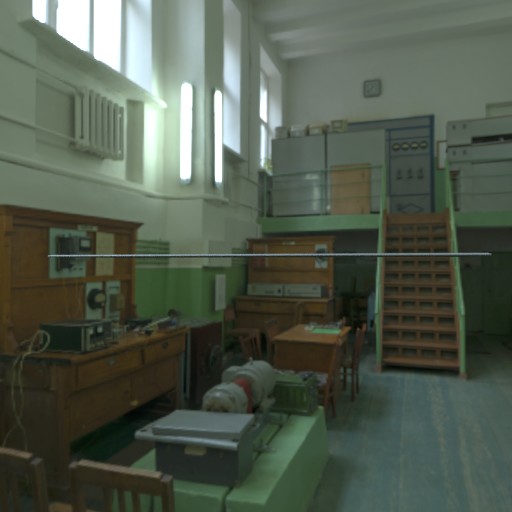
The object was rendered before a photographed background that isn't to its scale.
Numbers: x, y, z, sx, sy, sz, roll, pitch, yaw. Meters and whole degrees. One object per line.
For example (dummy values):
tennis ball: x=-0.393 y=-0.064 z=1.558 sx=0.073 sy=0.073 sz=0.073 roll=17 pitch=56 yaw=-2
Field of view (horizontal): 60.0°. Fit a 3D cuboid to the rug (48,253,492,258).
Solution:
rug: x=0.000 y=0.000 z=2.426 sx=2.196 sy=0.011 sz=0.662 roll=0 pitch=-1 yaw=17
